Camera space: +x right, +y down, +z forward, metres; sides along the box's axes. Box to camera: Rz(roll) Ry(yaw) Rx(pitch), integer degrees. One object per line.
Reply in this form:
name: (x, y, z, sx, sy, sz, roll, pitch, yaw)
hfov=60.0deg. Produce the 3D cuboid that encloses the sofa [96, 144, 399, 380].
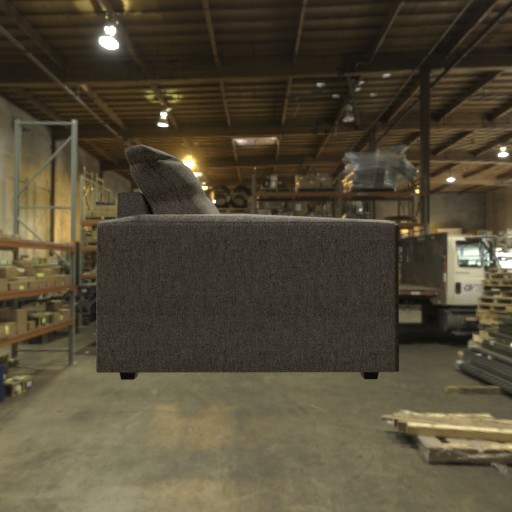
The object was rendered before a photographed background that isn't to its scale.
sofa: (0.000, 0.000, 2.374, 1.094, 0.877, 1.758, 0, -1, 0)
